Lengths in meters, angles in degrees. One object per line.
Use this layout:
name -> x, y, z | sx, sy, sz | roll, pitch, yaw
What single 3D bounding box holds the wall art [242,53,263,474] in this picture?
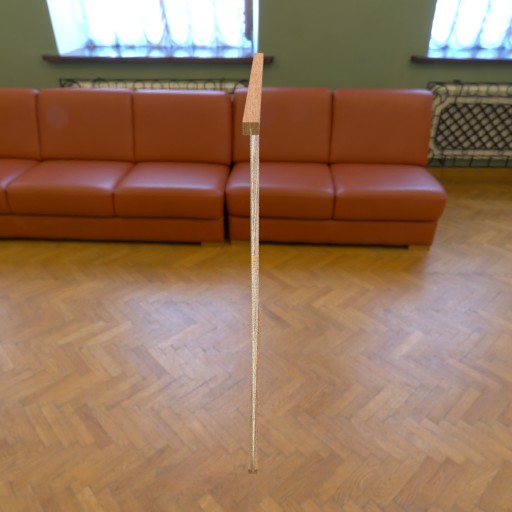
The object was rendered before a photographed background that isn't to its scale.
wall art -> 0.000, 0.000, 1.334 | 0.028, 1.016, 0.765 | 1, 33, 1
